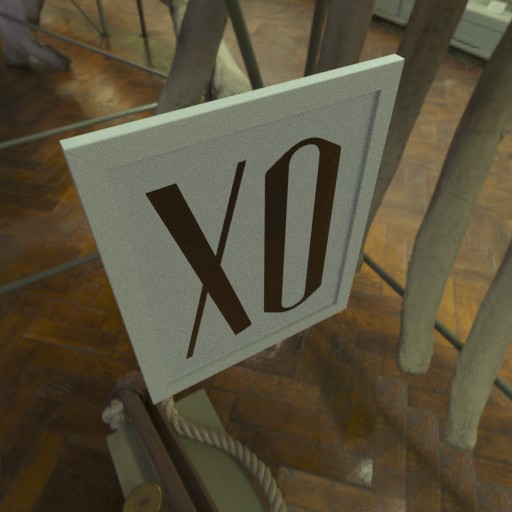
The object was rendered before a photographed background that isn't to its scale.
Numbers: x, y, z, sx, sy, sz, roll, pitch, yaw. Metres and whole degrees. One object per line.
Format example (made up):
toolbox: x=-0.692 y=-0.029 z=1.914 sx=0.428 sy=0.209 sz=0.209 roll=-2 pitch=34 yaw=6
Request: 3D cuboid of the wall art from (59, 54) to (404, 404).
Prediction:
wall art: x=0.000 y=0.000 z=0.706 sx=0.444 sy=0.536 sz=0.020 roll=-22 pitch=49 yaw=-21
